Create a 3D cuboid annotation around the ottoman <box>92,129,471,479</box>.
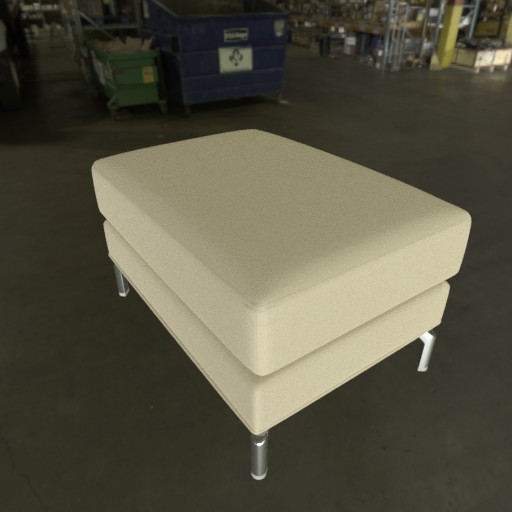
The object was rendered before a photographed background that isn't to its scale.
[{"bbox_3d":[0.000,0.000,1.199,0.581,0.497,0.835,-20,37,-29],"label":"ottoman"}]
